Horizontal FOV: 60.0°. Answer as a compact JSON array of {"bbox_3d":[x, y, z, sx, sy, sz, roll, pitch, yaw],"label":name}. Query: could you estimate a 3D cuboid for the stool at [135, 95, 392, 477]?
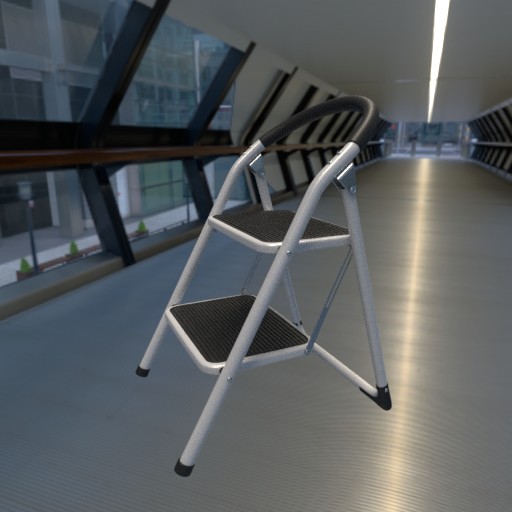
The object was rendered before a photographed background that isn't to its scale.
[{"bbox_3d":[0.000,0.000,1.092,0.559,0.760,0.453,-7,17,-24],"label":"stool"}]
